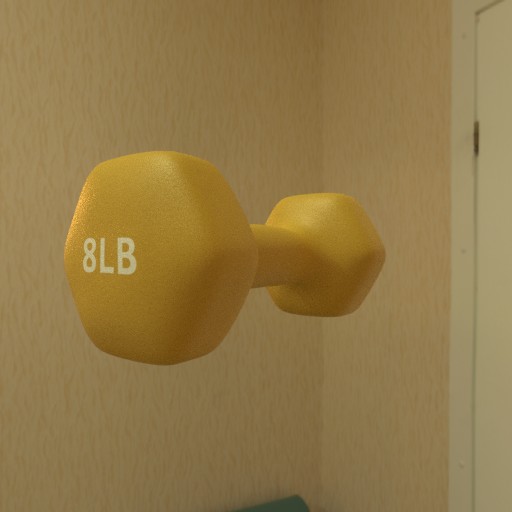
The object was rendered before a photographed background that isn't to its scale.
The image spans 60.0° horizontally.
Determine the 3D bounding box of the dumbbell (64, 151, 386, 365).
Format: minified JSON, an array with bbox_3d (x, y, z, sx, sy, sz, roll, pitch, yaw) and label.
[{"bbox_3d":[0.000,0.000,0.241,0.090,0.082,0.190,0,1,36],"label":"dumbbell"}]
